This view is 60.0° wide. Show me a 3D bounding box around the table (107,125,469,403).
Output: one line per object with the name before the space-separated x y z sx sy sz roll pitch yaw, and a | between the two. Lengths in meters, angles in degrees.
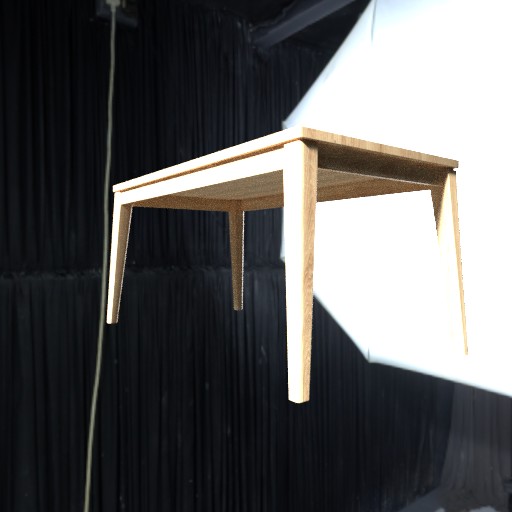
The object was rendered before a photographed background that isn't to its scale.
table | 0.000 0.000 2.100 0.900 0.760 1.600 -1 2 -37
